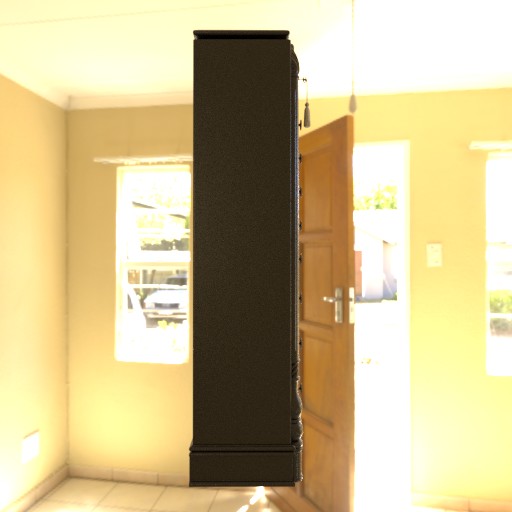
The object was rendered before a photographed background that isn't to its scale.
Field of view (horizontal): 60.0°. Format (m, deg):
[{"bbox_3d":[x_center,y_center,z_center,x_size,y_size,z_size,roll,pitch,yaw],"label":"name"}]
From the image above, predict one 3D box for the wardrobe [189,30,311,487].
[{"bbox_3d":[0.000,0.000,1.193,0.295,1.011,0.444,0,0,0],"label":"wardrobe"}]
